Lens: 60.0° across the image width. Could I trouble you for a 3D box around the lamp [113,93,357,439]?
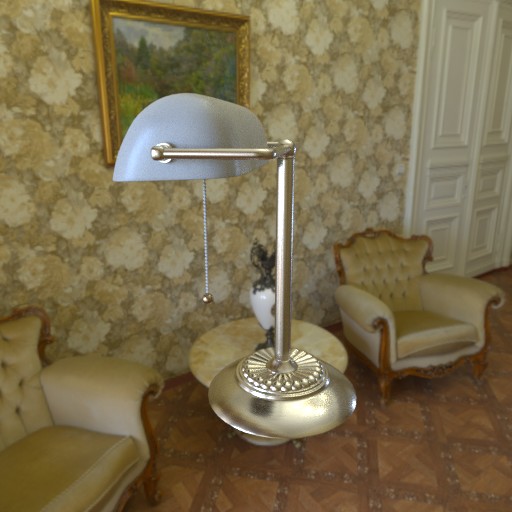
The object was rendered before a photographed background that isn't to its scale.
[{"bbox_3d":[0.000,0.000,0.503,0.243,0.339,0.264,3,16,10],"label":"lamp"}]
